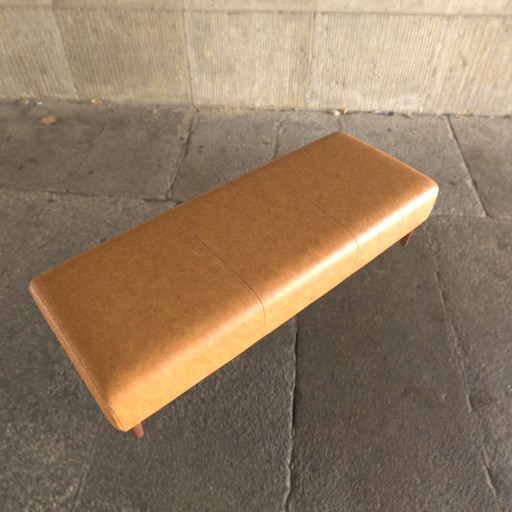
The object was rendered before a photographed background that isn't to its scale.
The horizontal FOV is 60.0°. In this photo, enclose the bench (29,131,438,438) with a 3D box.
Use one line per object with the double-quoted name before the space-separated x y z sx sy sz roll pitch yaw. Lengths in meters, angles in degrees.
"bench" 0.000 0.000 1.864 1.610 0.399 0.653 -31 53 -26
